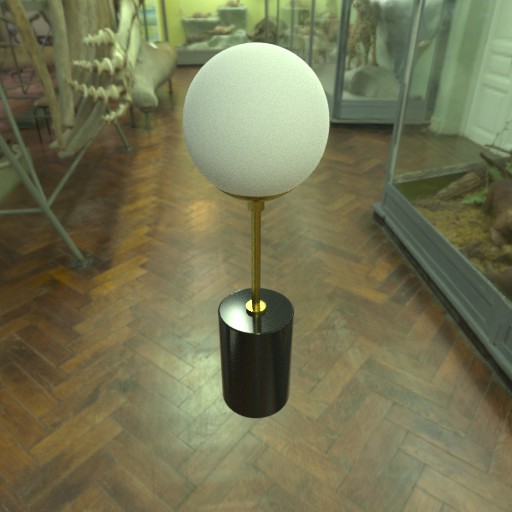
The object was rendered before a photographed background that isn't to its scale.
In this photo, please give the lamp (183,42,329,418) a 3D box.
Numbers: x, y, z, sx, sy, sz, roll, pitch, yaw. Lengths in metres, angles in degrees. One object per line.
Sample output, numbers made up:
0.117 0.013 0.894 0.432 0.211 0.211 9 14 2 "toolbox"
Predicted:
0.000 0.000 0.552 0.153 0.480 0.153 0 31 0 "lamp"
